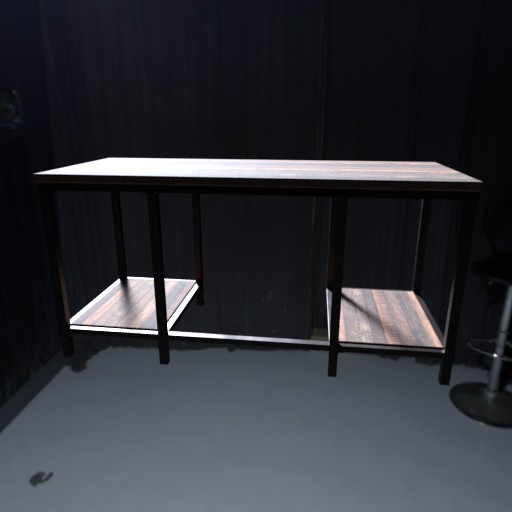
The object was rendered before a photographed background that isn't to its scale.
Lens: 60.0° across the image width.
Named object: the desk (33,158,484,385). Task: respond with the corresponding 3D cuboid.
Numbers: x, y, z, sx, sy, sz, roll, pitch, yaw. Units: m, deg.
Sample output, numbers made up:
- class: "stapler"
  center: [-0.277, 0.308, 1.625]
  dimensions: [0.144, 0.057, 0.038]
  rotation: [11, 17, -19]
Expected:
- class: "desk"
  center: [0.000, 0.000, 1.908]
  dimensions: [1.538, 0.753, 0.617]
  rotation: [2, 18, 7]
